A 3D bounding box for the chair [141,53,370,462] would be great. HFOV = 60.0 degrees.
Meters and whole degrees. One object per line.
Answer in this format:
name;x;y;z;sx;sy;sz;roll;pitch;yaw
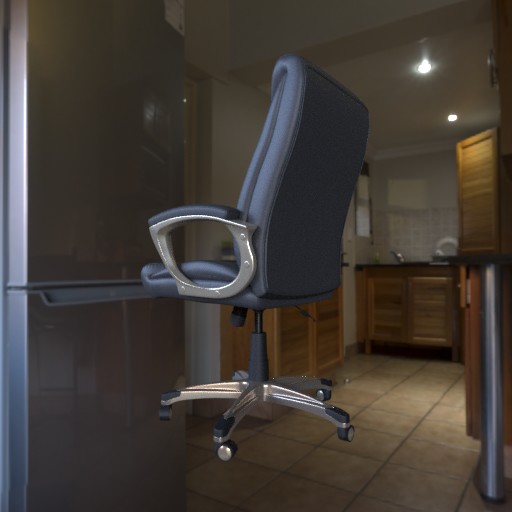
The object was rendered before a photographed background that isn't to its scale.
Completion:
chair;0.000;0.000;1.630;0.748;1.188;0.694;0;-1;36
